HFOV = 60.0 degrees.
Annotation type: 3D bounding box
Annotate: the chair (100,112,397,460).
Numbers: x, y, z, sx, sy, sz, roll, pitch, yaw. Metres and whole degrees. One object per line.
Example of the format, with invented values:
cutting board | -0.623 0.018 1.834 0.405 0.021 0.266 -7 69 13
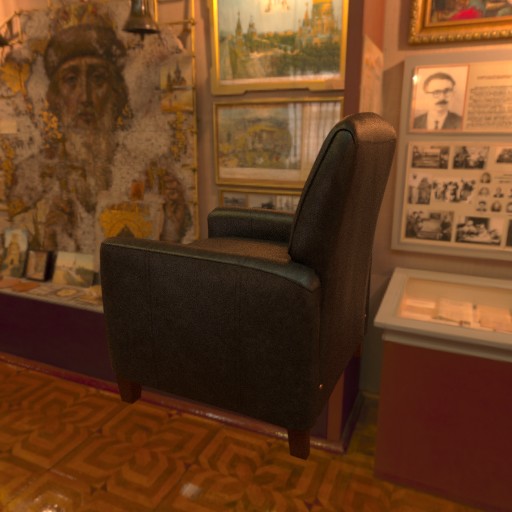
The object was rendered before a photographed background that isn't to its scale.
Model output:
chair | 0.000 0.000 1.668 0.864 1.014 0.848 7 17 25
